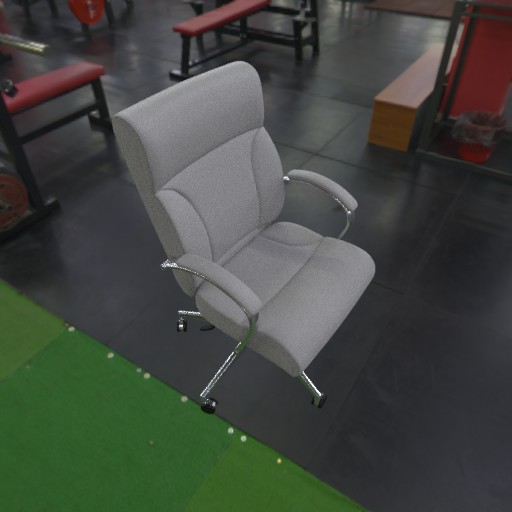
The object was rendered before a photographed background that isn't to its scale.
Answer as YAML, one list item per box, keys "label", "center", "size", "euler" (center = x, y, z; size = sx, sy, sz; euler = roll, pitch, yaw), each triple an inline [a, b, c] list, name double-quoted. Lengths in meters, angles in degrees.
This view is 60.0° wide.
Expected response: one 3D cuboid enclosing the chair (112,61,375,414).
- label: "chair"
  center: [0.000, 0.000, 1.581]
  size: [0.745, 1.099, 0.727]
  euler: [25, 47, 26]
